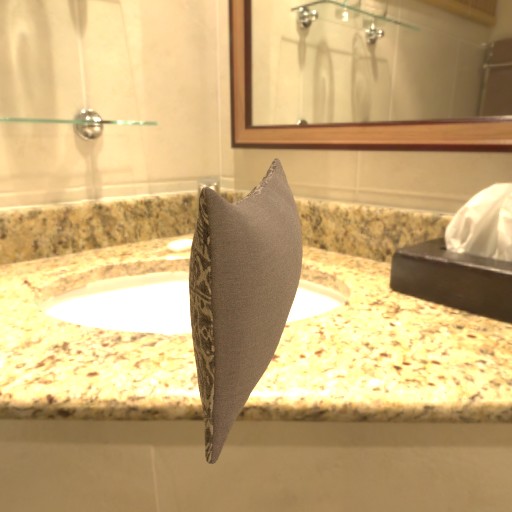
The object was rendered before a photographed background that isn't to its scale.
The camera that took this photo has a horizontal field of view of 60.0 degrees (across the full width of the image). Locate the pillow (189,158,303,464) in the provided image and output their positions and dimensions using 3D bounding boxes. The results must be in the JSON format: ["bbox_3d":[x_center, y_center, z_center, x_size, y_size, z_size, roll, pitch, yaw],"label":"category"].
[{"bbox_3d":[0.000,0.000,0.728,0.148,0.290,0.631,2,15,9],"label":"pillow"}]
